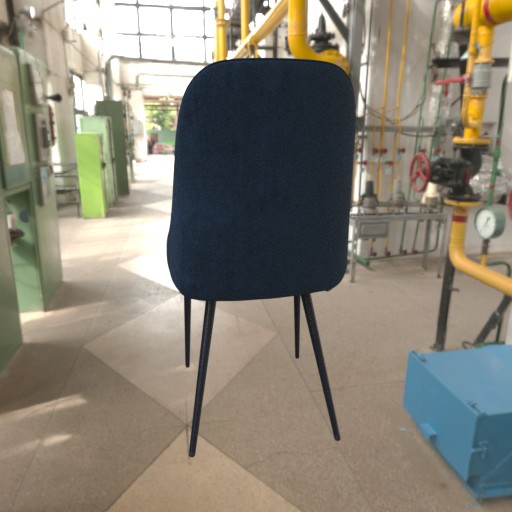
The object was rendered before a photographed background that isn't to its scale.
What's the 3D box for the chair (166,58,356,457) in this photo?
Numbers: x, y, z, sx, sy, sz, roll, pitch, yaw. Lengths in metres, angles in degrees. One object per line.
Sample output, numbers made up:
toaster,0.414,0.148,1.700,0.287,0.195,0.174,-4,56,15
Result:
chair,0.000,0.000,1.186,0.478,0.896,0.559,-3,16,-9
